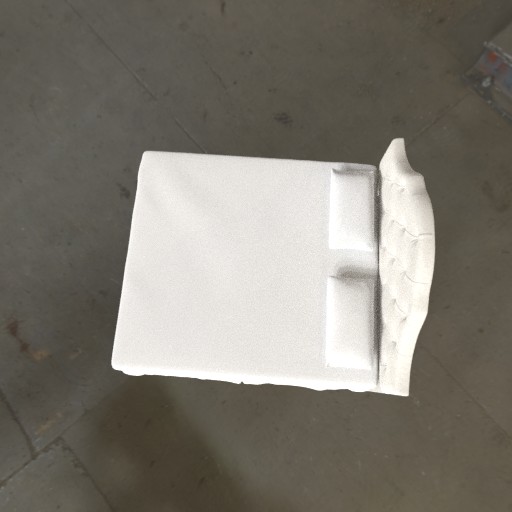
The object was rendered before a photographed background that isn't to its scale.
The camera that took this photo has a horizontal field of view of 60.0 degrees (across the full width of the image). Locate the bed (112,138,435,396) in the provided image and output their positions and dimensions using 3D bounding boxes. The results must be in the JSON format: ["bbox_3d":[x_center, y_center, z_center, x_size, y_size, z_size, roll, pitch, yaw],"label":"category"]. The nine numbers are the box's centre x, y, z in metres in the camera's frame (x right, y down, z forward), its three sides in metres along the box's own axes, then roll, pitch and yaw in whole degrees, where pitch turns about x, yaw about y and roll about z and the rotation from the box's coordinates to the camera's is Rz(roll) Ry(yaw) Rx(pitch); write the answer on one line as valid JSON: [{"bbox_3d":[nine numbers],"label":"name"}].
[{"bbox_3d":[0.000,0.000,3.523,2.214,1.615,2.008,4,75,1],"label":"bed"}]
